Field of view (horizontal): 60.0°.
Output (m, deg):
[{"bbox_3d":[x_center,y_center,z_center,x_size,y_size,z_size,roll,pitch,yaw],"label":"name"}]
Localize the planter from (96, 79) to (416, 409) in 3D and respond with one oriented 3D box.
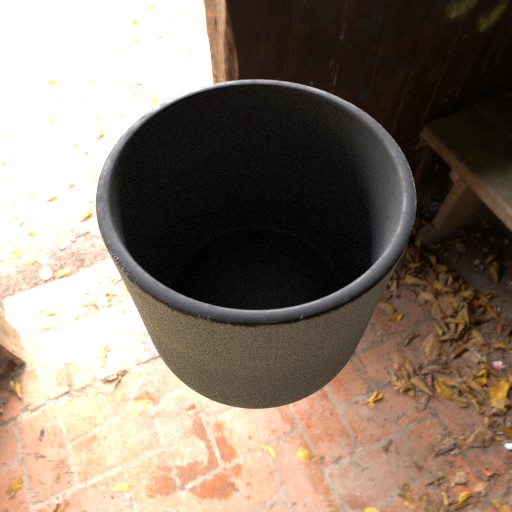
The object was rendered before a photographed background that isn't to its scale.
[{"bbox_3d":[0.000,0.000,0.387,0.221,0.201,0.221,0,58,0],"label":"planter"}]
